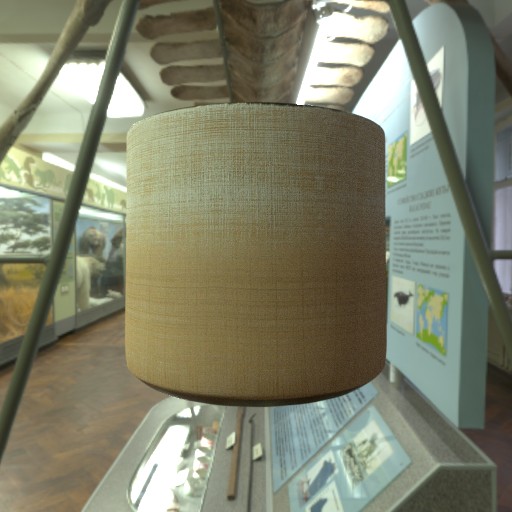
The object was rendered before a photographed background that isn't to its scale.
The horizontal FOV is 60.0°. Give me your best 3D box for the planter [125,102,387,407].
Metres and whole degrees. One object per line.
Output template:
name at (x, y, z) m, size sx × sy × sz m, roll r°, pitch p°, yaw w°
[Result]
planter at (0.000, 0.000, 0.389) m, size 0.221 × 0.201 × 0.221 m, roll 0°, pitch 1°, yaw 0°
